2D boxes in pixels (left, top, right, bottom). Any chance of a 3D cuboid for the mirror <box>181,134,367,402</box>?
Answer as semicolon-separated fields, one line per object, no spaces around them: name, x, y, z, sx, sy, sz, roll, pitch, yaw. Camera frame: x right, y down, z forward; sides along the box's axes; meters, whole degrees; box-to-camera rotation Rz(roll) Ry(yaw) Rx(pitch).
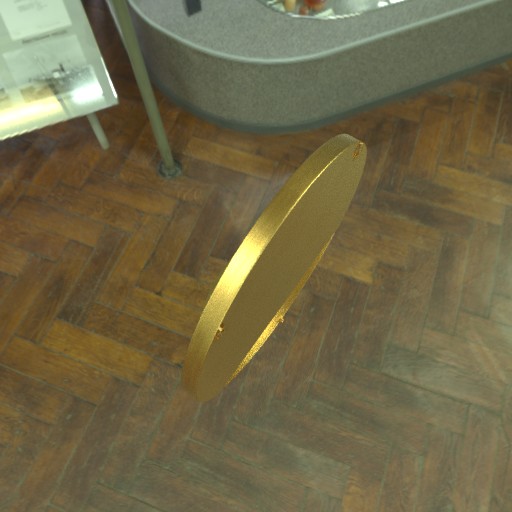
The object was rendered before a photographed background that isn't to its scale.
mirror;0.000;0.000;0.712;0.133;0.457;0.457;33;69;14
